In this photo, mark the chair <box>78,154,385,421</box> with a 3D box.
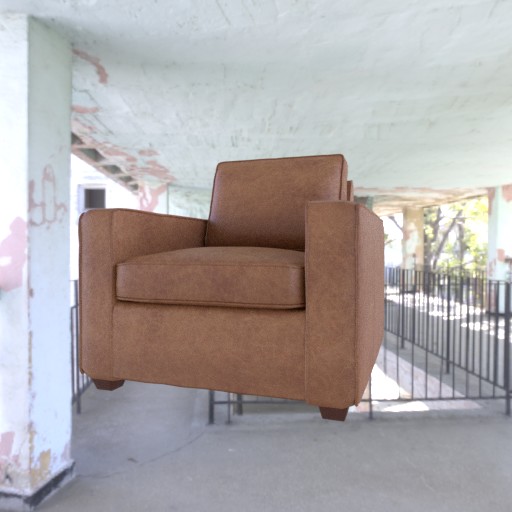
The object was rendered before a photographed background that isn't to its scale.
[{"bbox_3d":[0.000,0.000,1.786,0.987,0.901,1.027,0,1,17],"label":"chair"}]
